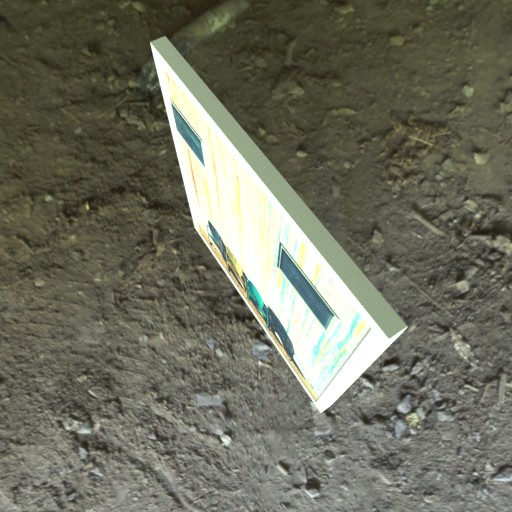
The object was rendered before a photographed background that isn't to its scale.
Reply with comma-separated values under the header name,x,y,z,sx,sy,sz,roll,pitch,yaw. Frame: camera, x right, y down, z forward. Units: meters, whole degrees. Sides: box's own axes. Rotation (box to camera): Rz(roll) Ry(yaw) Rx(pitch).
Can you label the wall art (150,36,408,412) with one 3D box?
name,x,y,z,sx,sy,sz,roll,pitch,yaw
wall art,0.000,0.000,1.126,0.036,0.760,0.760,-30,67,-14
